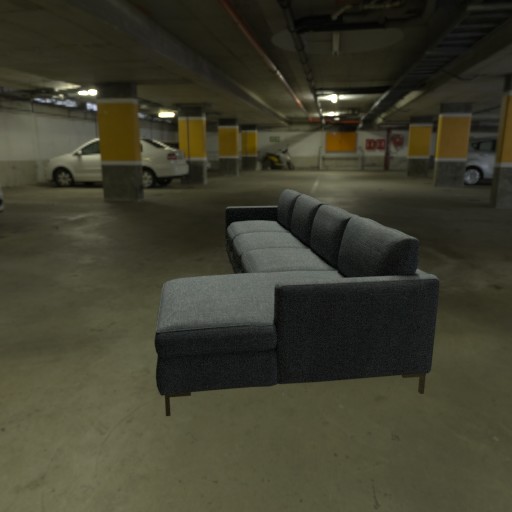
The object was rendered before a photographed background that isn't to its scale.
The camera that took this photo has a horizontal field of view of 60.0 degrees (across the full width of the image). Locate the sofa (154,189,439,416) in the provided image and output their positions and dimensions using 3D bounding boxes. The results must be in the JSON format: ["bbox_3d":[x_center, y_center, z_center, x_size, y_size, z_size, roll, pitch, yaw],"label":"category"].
[{"bbox_3d":[0.000,0.000,3.419,1.350,0.810,2.932,-2,13,-8],"label":"sofa"}]
